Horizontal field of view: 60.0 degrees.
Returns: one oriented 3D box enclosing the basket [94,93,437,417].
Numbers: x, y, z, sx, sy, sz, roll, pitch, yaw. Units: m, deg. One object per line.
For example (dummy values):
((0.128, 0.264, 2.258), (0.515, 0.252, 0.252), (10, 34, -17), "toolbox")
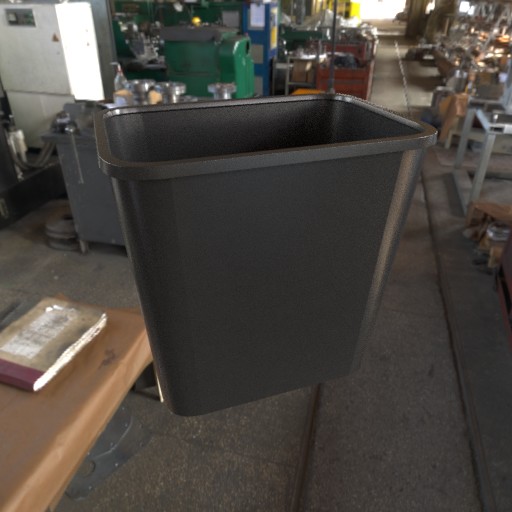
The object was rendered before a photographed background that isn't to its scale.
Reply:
((0.000, 0.000, 0.508), (0.300, 0.307, 0.211), (-10, 32, -16), "basket")
